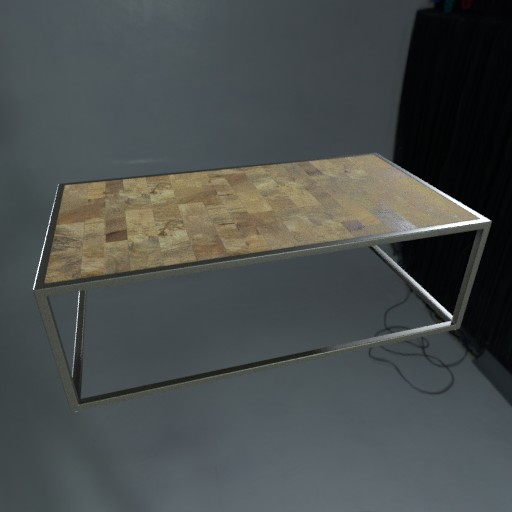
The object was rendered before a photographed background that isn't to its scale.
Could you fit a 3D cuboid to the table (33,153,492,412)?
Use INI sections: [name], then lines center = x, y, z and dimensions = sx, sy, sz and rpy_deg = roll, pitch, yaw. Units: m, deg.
[table]
center = 0.000, 0.000, 1.474
dimensions = 1.199, 0.398, 0.649
rpy_deg = -9, 32, -14
